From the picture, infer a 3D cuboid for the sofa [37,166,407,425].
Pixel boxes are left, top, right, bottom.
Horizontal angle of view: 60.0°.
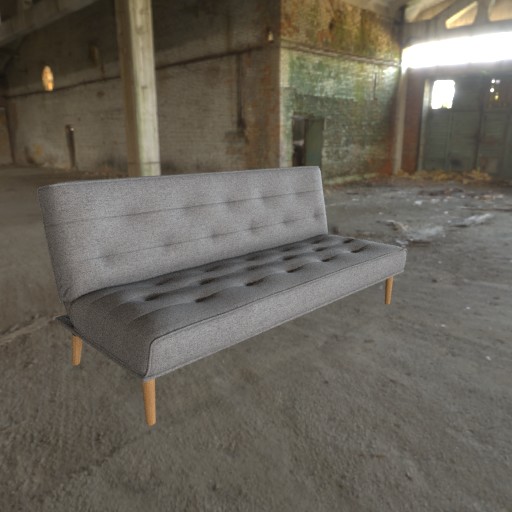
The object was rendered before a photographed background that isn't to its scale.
[{"bbox_3d":[0.000,0.000,2.304,0.810,0.830,1.820,14,20,43],"label":"sofa"}]
